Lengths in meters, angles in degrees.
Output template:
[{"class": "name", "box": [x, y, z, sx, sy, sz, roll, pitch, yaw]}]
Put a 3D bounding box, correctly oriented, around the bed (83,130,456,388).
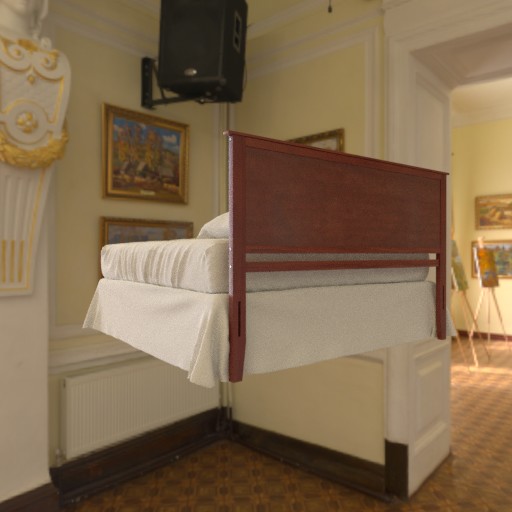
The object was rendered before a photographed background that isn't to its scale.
[{"class": "bed", "box": [0.000, 0.000, 3.668, 2.314, 1.271, 2.219, 0, 0, -36]}]
